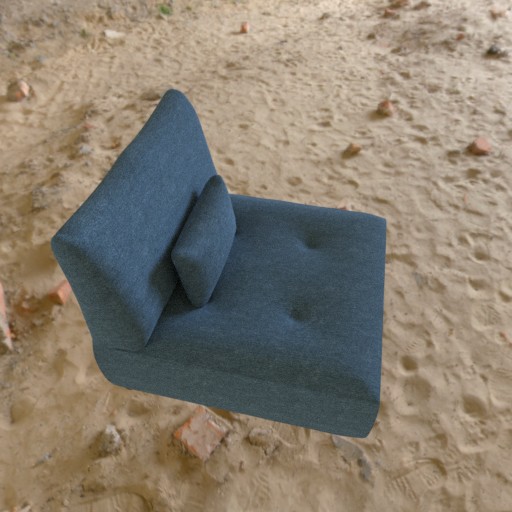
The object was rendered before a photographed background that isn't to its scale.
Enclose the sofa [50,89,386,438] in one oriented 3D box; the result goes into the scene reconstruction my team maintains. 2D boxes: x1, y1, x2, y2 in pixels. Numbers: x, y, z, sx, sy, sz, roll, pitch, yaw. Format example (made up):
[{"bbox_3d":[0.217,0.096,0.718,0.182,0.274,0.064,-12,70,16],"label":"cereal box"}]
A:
[{"bbox_3d":[0.000,0.000,1.682,1.000,0.820,0.930,9,47,9],"label":"sofa"}]
